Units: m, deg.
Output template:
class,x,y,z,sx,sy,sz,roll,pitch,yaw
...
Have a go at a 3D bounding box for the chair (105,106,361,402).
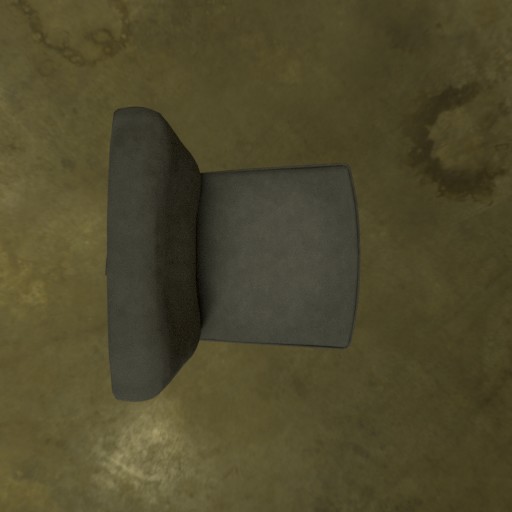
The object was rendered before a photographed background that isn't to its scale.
class,x,y,z,sx,sy,sz,roll,pitch,yaw
chair,0.000,0.000,1.179,0.554,0.806,0.521,0,89,-1
